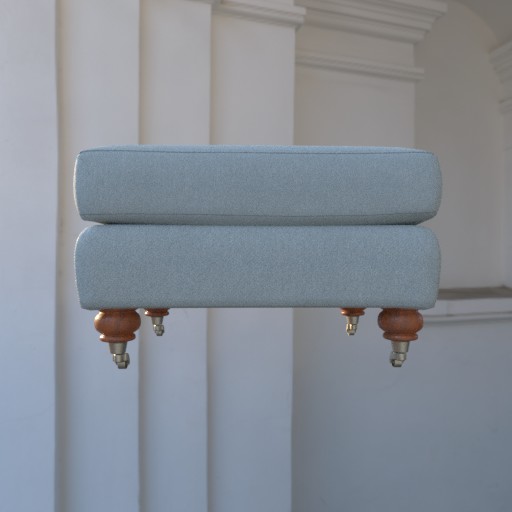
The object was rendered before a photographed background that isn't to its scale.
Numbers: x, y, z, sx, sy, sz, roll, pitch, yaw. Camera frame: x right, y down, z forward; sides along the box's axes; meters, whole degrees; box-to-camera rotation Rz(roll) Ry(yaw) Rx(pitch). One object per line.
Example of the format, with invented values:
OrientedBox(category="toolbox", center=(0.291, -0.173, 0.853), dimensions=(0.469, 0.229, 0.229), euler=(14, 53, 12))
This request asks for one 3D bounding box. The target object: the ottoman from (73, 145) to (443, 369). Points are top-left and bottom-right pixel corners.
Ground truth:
OrientedBox(category="ottoman", center=(0.000, 0.000, 1.161), dimensions=(0.773, 0.499, 0.569), euler=(0, -1, -1))
